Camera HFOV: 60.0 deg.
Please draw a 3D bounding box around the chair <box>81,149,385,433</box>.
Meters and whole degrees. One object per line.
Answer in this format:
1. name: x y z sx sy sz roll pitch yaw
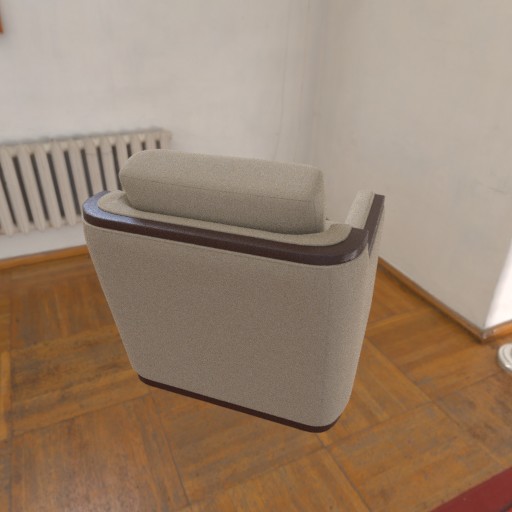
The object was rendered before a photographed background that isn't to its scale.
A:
1. chair: 0.000 0.000 1.682 0.870 0.930 0.950 10 32 17
